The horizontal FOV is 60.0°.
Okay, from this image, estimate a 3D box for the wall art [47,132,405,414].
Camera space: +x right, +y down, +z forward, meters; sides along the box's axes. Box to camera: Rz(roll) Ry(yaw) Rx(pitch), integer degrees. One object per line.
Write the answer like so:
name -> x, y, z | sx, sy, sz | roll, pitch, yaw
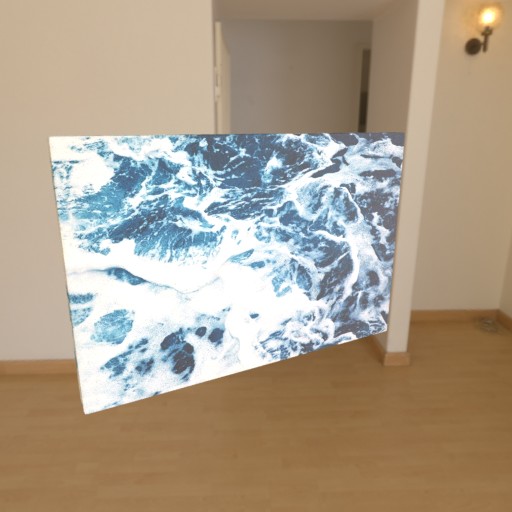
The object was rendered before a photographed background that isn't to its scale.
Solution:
wall art -> 0.000, 0.000, 0.766 | 0.609, 0.407, 0.043 | -9, 19, -27
